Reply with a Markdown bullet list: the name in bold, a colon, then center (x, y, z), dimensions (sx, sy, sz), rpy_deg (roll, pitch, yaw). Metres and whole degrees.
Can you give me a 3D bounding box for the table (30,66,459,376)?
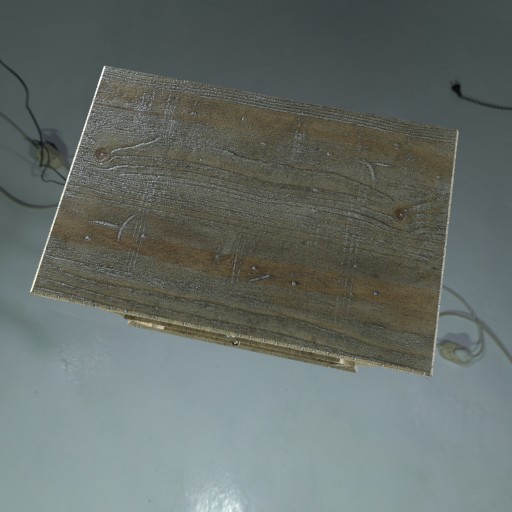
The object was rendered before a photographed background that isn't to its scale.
- **table**: center (0.000, 0.000, 1.123), dimensions (0.686, 0.711, 0.457), rpy_deg (11, 77, 3)
